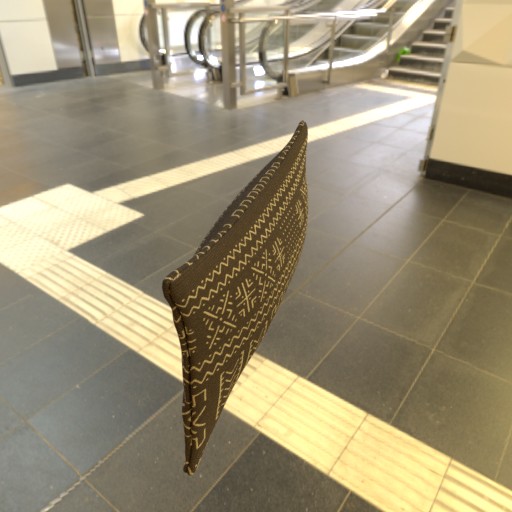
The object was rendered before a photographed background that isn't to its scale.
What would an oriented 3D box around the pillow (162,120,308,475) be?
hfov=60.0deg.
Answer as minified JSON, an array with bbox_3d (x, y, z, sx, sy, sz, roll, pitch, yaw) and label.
[{"bbox_3d":[0.000,0.000,0.794,0.135,0.322,0.667,9,33,15],"label":"pillow"}]
